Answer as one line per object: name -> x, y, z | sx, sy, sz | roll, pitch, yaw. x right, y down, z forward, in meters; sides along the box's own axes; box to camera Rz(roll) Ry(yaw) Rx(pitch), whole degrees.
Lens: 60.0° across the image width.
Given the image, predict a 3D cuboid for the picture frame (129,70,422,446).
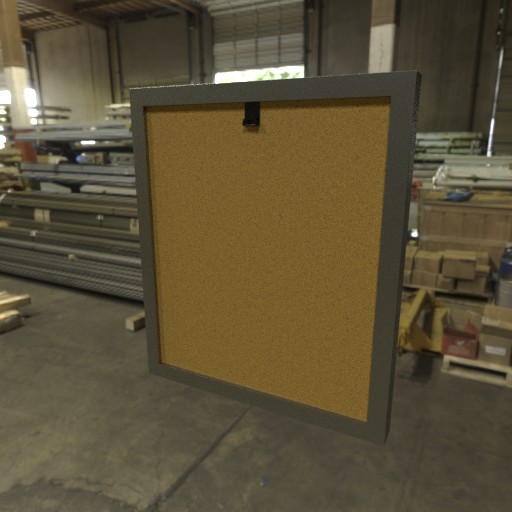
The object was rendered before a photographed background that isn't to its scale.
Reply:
picture frame -> 0.000, 0.000, 1.319 | 0.839, 0.968, 0.073 | 8, 17, 27
